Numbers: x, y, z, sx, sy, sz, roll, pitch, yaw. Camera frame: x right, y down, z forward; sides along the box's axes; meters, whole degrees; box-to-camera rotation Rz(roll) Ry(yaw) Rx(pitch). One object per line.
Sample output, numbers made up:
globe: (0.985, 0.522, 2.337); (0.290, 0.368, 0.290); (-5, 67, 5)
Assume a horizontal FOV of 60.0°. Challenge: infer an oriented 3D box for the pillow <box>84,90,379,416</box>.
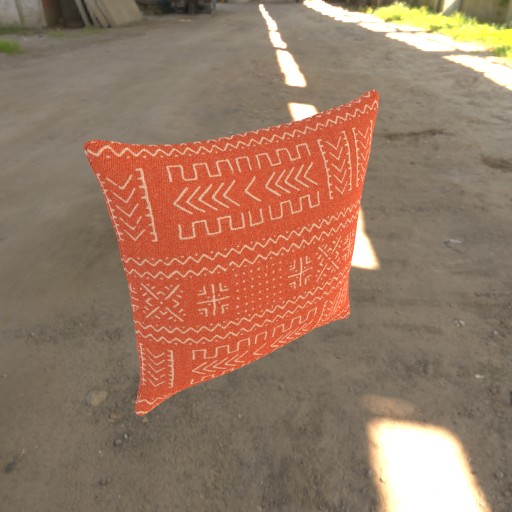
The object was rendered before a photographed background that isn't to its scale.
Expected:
pillow: (0.000, 0.000, 0.666); (0.438, 0.429, 0.164); (-19, 37, -28)
